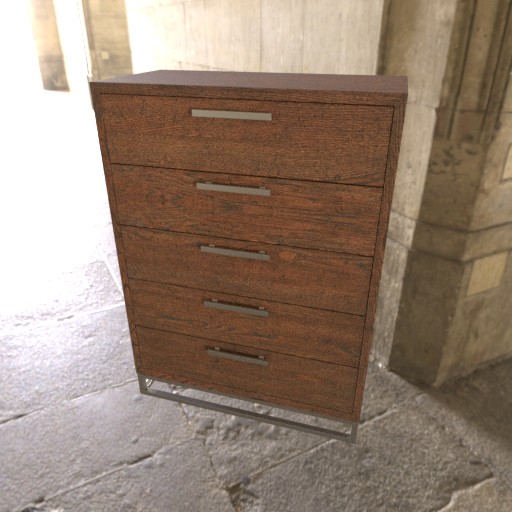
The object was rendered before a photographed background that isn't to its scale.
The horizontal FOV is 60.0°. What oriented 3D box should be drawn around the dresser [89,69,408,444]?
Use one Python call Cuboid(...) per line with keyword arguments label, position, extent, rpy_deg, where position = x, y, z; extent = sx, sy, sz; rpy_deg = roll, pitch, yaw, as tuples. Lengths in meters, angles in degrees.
Cuboid(label="dresser", position=(0.000, 0.000, 1.774), extent=(0.965, 1.321, 0.508), rpy_deg=(8, 28, 15))
